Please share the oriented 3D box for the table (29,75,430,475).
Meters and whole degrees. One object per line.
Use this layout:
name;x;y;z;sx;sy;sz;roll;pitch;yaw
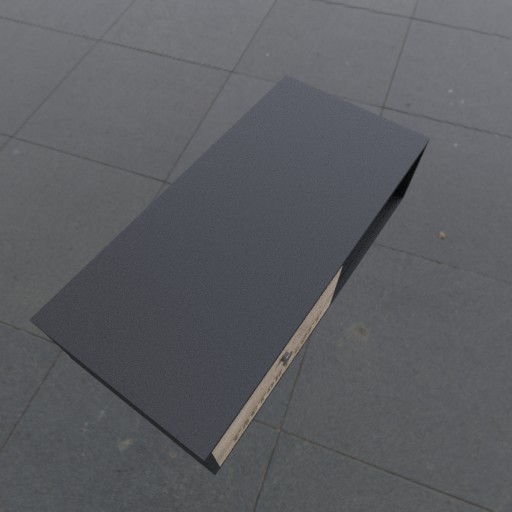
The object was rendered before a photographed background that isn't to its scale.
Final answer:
table;0.000;0.000;1.364;0.550;0.400;1.100;31;63;18
